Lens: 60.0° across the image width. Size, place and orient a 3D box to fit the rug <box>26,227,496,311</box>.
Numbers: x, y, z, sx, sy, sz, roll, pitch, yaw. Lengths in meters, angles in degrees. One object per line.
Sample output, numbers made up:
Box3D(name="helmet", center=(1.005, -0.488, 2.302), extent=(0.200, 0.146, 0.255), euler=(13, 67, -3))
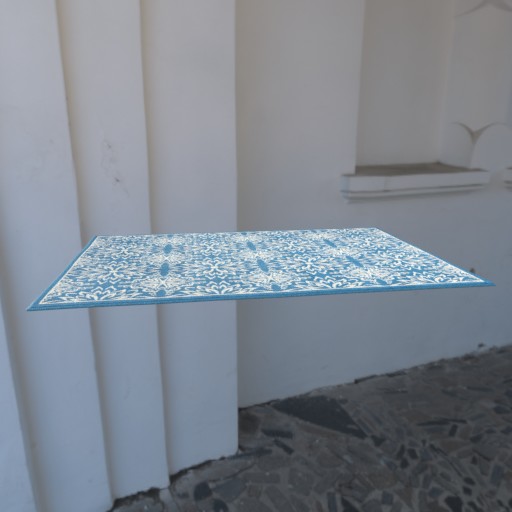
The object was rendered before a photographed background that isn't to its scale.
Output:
Box3D(name="rug", center=(0.000, 0.000, 3.447), extent=(2.769, 0.018, 1.830), euler=(-2, 15, -8))
